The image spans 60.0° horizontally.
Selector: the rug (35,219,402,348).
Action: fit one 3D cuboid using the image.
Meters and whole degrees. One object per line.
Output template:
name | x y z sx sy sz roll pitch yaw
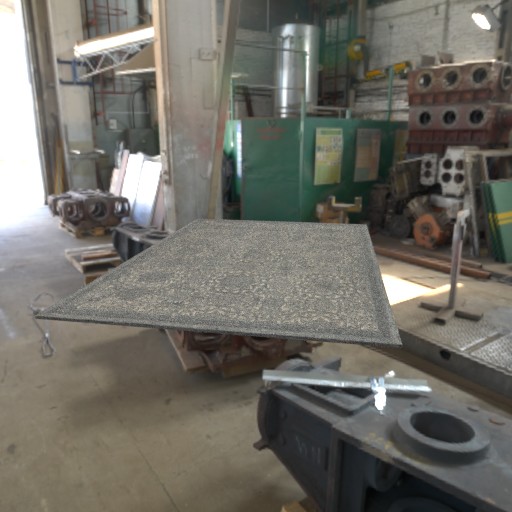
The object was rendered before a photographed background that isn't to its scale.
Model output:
rug | 0.000 0.000 2.275 1.208 0.012 1.819 3 16 10
